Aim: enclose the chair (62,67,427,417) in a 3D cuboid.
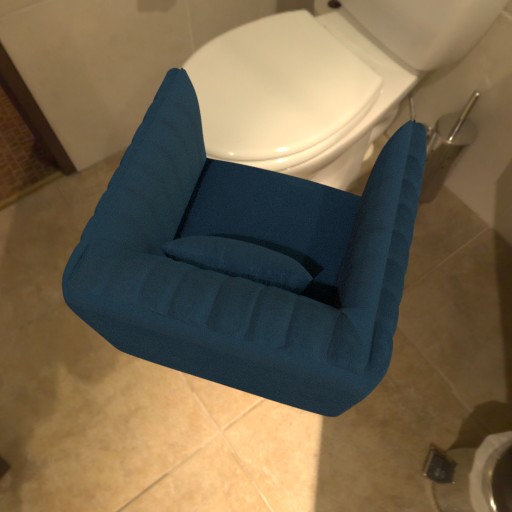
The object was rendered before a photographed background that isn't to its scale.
[{"bbox_3d":[0.000,0.000,1.602,0.947,0.793,0.877,15,66,7],"label":"chair"}]
